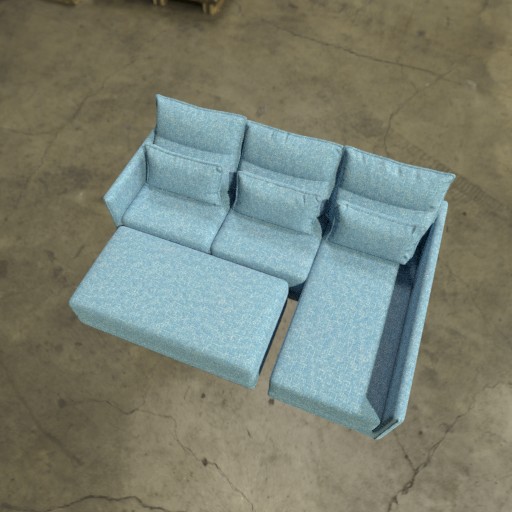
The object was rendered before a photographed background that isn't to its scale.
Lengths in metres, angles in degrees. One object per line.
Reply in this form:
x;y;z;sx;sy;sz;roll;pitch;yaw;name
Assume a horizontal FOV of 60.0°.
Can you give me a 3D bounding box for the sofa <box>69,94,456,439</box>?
0.000;0.000;2.748;2.034;0.899;1.420;18;60;11;sofa
